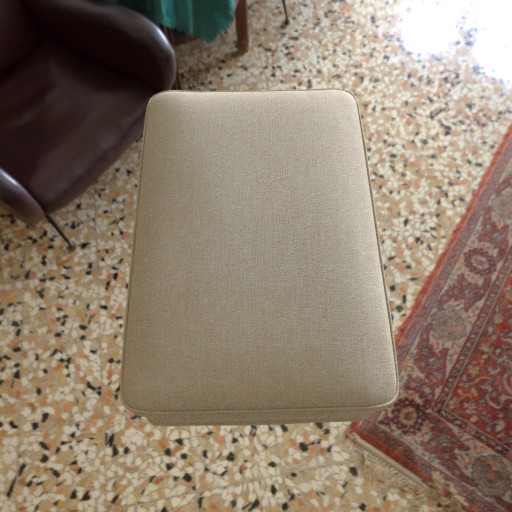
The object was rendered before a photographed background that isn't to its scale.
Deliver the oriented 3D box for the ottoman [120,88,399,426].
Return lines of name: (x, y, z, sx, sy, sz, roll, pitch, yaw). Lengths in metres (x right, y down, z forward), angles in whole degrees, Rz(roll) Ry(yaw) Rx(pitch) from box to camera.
ottoman: (0.000, 0.000, 1.149, 0.559, 0.458, 0.813, -1, 65, -1)
